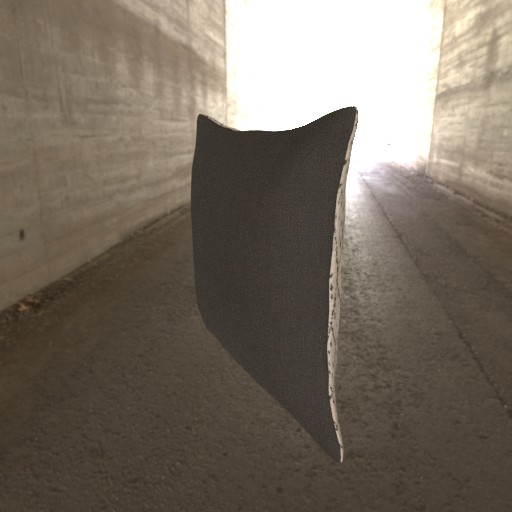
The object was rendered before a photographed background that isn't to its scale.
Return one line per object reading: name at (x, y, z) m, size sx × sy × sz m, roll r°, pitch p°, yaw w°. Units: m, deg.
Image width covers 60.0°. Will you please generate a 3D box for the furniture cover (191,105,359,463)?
furniture cover at (0.000, 0.000, 0.790) m, size 0.180 × 0.498 × 0.525 m, roll -8°, pitch 18°, yaw -26°
